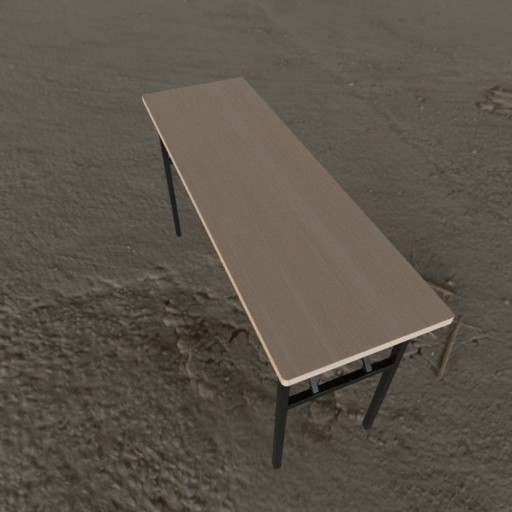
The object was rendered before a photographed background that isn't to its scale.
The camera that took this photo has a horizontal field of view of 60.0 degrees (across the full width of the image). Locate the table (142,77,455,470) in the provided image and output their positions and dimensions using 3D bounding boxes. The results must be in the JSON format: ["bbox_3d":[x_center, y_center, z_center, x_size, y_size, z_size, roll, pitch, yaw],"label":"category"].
[{"bbox_3d":[0.000,0.000,1.701,0.447,0.750,1.397,-16,48,-15],"label":"table"}]
